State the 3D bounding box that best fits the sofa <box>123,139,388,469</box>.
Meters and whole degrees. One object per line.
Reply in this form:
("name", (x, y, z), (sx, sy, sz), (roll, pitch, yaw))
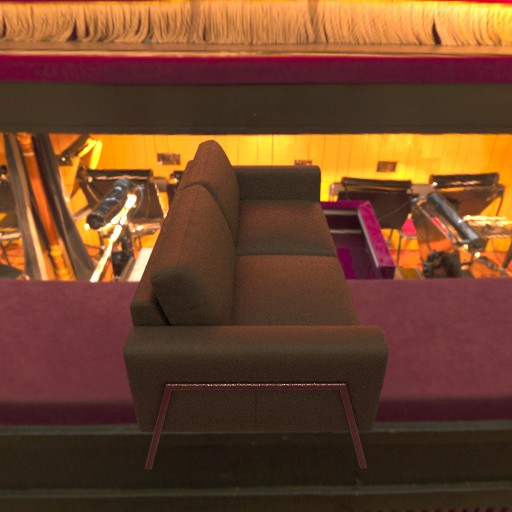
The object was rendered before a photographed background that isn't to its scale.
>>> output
("sofa", (0.000, 0.000, 2.496), (0.953, 0.875, 2.017), (0, 30, 0))
